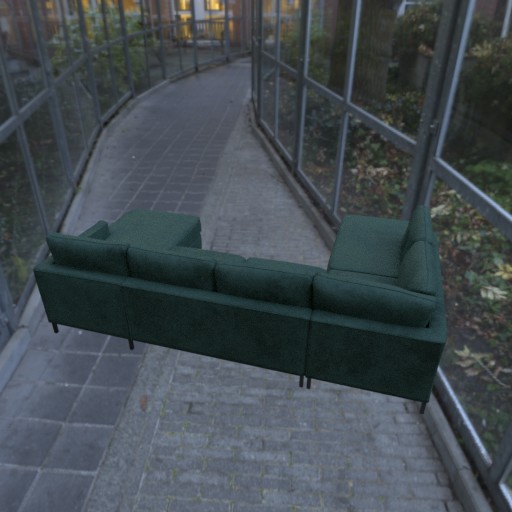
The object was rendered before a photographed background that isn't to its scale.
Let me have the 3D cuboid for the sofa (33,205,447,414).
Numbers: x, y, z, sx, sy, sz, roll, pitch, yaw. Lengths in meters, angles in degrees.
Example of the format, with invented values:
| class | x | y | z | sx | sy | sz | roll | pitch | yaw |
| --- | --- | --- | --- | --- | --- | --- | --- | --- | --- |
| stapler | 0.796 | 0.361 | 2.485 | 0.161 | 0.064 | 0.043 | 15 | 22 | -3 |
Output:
| class | x | y | z | sx | sy | sz | roll | pitch | yaw |
| --- | --- | --- | --- | --- | --- | --- | --- | --- | --- |
| sofa | 0.000 | 0.000 | 3.863 | 2.994 | 0.861 | 1.992 | 9 | 31 | 14 |
